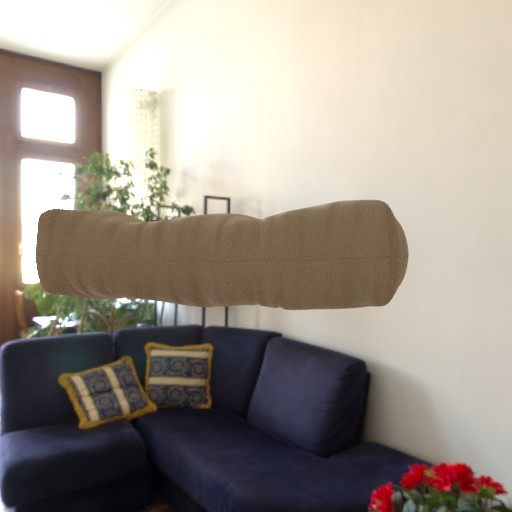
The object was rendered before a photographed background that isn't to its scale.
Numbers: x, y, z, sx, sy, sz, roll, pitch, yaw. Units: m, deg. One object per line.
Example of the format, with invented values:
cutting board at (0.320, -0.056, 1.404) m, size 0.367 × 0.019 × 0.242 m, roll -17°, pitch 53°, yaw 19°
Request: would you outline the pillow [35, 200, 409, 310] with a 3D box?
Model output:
pillow at (0.000, 0.000, 0.726) m, size 0.468 × 0.128 × 0.490 m, roll 0°, pitch 0°, yaw 18°
